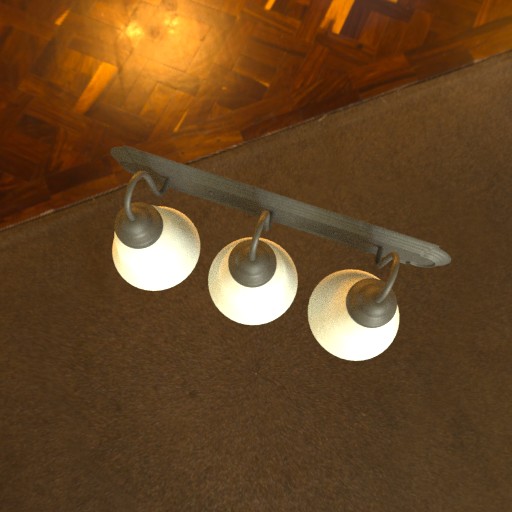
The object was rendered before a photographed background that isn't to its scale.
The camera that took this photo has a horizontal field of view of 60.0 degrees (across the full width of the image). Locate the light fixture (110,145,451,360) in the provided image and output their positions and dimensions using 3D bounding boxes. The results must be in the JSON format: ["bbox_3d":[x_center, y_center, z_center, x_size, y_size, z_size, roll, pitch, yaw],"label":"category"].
[{"bbox_3d":[0.000,0.000,0.714,0.610,0.222,0.199,18,76,5],"label":"light fixture"}]
